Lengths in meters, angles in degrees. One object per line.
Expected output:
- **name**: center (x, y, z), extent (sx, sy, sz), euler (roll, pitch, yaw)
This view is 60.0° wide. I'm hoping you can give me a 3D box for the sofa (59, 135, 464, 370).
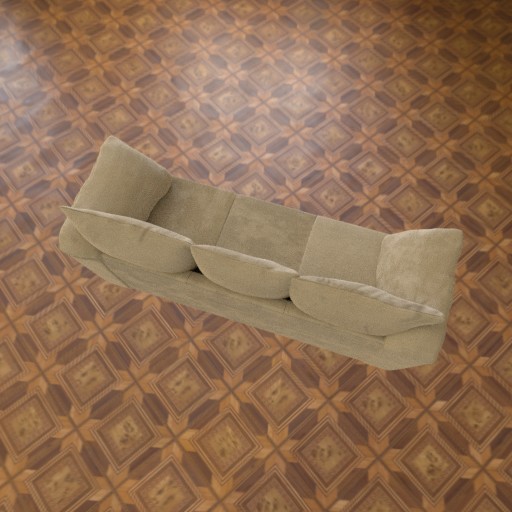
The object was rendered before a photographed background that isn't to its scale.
- **sofa**: center (0.000, 0.000, 2.897), extent (2.377, 0.981, 0.893), euler (16, 65, 8)
